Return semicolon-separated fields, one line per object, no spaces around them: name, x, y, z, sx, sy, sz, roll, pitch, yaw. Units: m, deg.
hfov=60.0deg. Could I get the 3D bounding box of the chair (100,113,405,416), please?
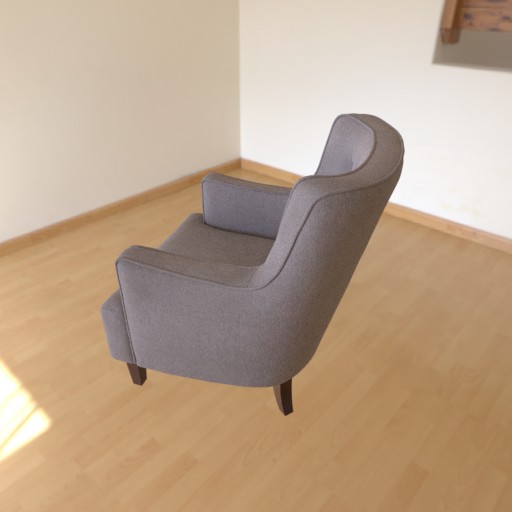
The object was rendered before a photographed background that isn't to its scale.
chair;0.000;0.000;1.636;0.910;0.919;0.781;9;33;15
